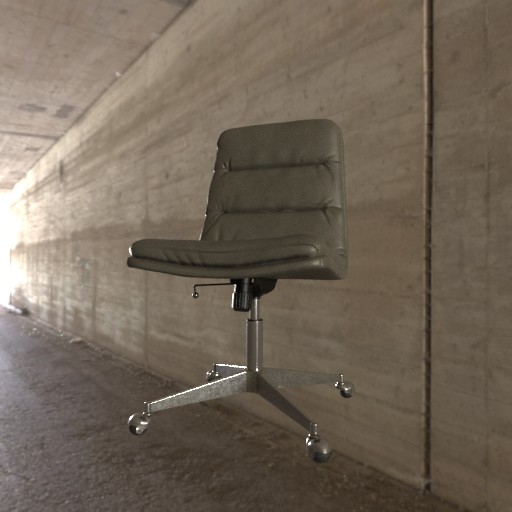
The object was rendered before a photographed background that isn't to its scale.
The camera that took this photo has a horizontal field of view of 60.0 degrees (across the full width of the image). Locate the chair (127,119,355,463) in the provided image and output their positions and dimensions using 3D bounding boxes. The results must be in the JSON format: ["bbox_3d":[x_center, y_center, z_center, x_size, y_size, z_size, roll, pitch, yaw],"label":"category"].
[{"bbox_3d":[0.000,0.000,1.043,0.422,0.738,0.485,0,0,18],"label":"chair"}]
